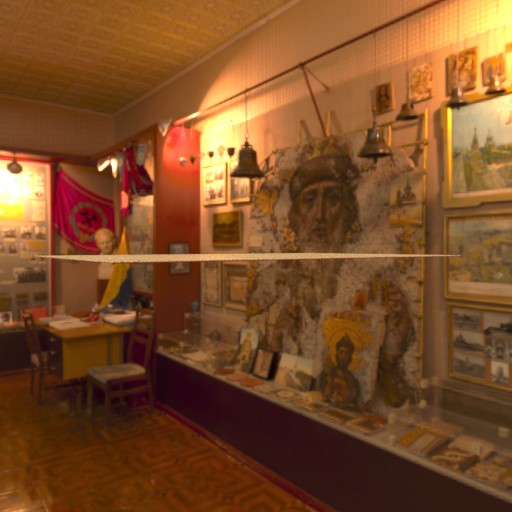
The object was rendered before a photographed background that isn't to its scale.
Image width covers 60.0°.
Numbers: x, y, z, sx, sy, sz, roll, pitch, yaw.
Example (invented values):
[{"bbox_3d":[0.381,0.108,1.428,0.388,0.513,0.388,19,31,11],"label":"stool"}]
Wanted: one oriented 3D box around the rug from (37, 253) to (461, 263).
[{"bbox_3d":[0.000,0.000,2.982,2.428,0.007,1.519,-1,1,-36],"label":"rug"}]
